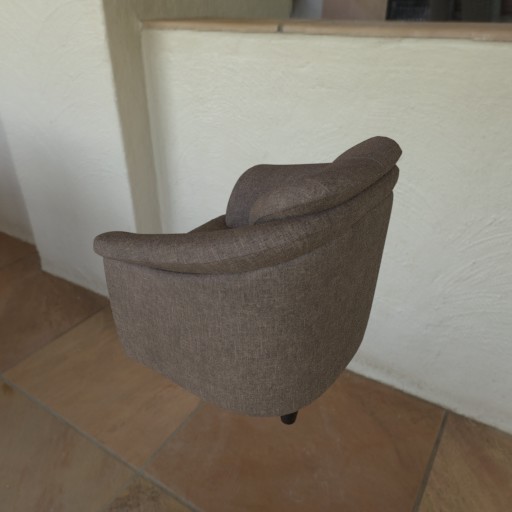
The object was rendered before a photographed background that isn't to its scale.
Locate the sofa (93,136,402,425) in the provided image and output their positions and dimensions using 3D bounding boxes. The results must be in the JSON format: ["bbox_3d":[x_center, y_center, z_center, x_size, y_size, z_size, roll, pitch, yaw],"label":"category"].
[{"bbox_3d":[0.000,0.000,1.501,0.794,0.811,0.870,19,35,30],"label":"sofa"}]
